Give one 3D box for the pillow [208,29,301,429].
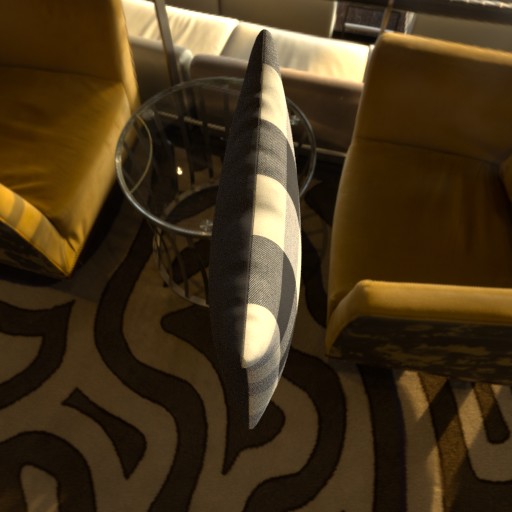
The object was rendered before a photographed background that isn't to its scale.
[{"bbox_3d":[0.000,0.000,0.771,0.161,0.509,0.511,3,62,1],"label":"pillow"}]
